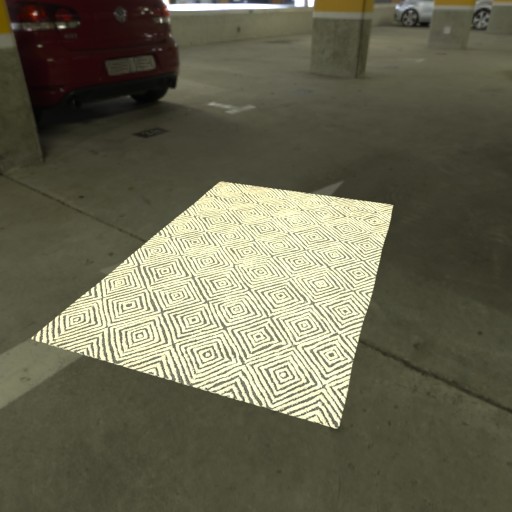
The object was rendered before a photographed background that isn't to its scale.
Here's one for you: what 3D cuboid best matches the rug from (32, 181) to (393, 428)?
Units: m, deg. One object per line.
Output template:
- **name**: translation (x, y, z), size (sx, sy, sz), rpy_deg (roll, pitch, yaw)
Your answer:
- **rug**: translation (0.000, 0.000, 2.208), size (1.177, 0.004, 1.750), rpy_deg (11, 32, 17)
